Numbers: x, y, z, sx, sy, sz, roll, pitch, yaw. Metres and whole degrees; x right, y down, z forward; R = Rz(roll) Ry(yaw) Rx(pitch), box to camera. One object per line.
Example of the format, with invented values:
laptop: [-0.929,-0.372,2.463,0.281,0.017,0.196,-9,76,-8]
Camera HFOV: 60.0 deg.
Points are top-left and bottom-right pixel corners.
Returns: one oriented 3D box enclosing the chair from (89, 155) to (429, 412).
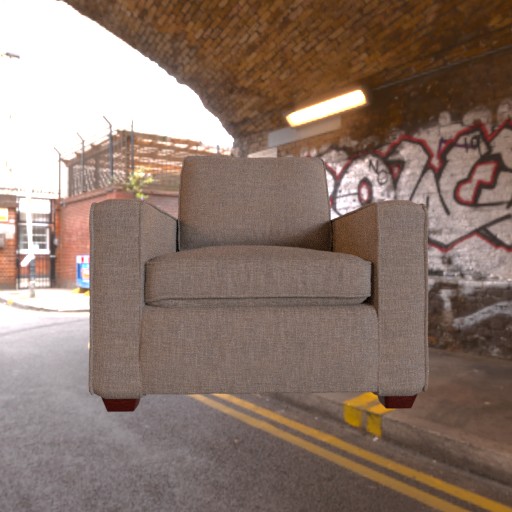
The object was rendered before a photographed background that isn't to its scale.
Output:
chair: [0.000,0.000,1.730,1.016,0.914,0.940,0,0,-2]
